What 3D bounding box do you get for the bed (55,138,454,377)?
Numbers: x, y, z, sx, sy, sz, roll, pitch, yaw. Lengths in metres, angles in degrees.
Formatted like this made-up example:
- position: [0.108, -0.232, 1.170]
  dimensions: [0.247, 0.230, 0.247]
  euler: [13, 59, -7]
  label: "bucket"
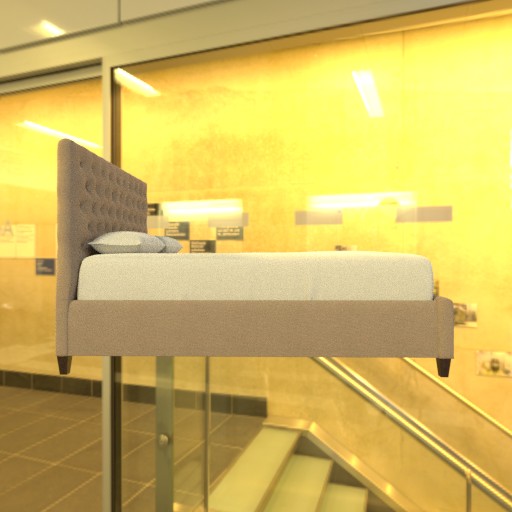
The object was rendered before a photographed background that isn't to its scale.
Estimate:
- position: [0.000, 0.000, 3.461]
  dimensions: [2.387, 1.427, 1.698]
  euler: [0, 0, 2]
  label: "bed"
